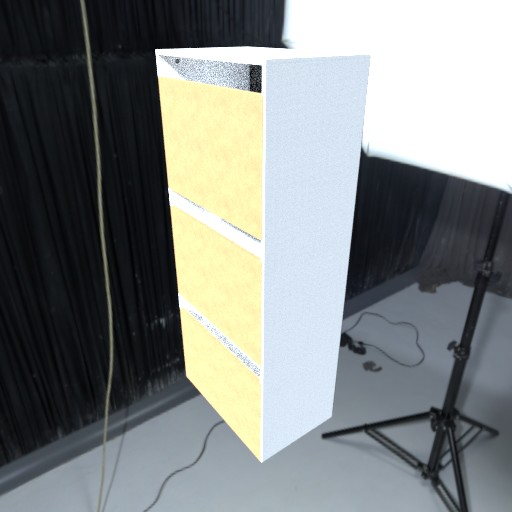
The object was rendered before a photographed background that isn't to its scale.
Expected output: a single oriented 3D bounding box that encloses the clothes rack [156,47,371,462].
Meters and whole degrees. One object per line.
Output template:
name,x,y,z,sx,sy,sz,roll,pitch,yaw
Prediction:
clothes rack,0.000,0.000,1.416,0.330,1.187,0.500,-19,33,-32
